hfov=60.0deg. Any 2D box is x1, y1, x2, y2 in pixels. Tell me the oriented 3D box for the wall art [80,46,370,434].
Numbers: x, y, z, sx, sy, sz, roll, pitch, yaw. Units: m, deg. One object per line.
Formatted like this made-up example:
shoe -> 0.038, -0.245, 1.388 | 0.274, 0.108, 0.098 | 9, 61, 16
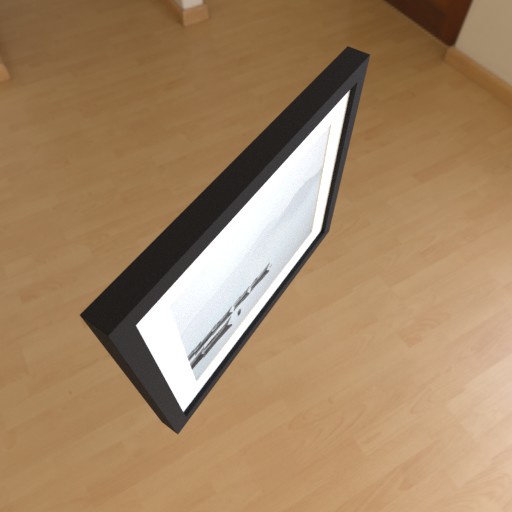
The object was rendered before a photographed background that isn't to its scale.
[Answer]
wall art -> 0.000, 0.000, 0.533 | 0.028, 0.325, 0.397 | 30, 62, 18
